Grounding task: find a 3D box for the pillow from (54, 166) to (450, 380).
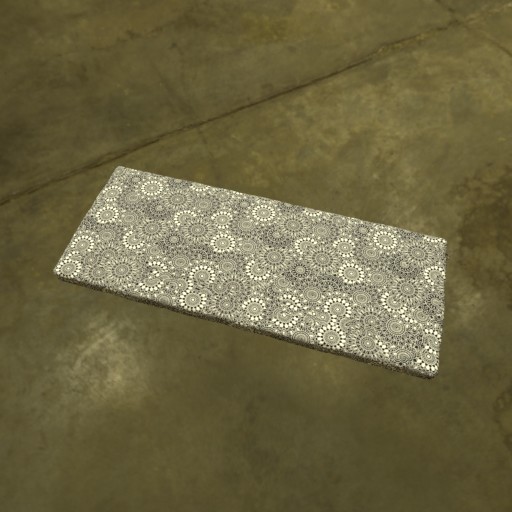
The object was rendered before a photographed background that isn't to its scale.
[{"bbox_3d":[0.000,0.000,1.396,1.187,0.081,0.492,14,59,8],"label":"pillow"}]
